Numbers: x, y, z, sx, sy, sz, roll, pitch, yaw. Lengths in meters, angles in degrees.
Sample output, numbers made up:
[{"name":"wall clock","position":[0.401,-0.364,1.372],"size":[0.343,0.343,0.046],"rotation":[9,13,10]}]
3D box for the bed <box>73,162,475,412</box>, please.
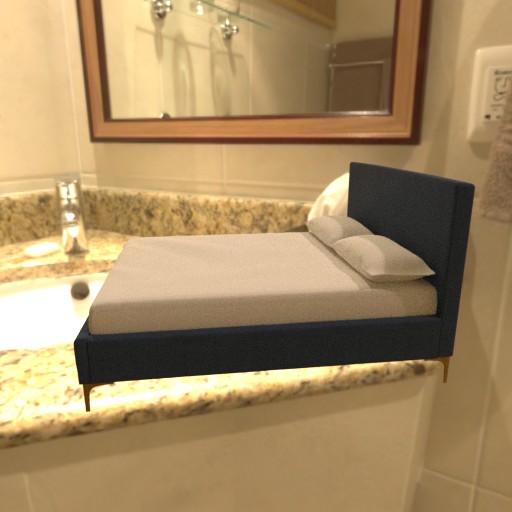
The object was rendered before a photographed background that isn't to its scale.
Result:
[{"name":"bed","position":[0.000,0.000,3.216],"size":[2.172,1.231,1.723],"rotation":[-2,16,-8]}]
